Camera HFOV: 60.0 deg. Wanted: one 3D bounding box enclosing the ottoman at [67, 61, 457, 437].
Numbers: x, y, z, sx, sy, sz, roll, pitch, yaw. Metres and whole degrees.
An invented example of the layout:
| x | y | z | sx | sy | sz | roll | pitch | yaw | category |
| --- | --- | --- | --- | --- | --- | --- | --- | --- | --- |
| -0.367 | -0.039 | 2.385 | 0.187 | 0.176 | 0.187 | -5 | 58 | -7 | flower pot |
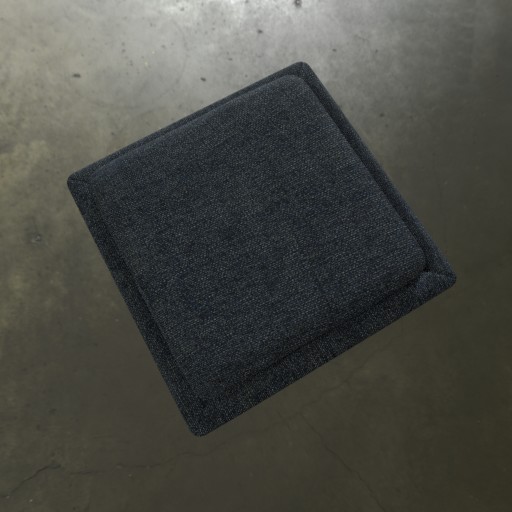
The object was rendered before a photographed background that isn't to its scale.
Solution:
| x | y | z | sx | sy | sz | roll | pitch | yaw | category |
| --- | --- | --- | --- | --- | --- | --- | --- | --- | --- |
| 0.000 | 0.000 | 0.841 | 0.450 | 0.460 | 0.450 | -29 | 77 | -7 | ottoman |
